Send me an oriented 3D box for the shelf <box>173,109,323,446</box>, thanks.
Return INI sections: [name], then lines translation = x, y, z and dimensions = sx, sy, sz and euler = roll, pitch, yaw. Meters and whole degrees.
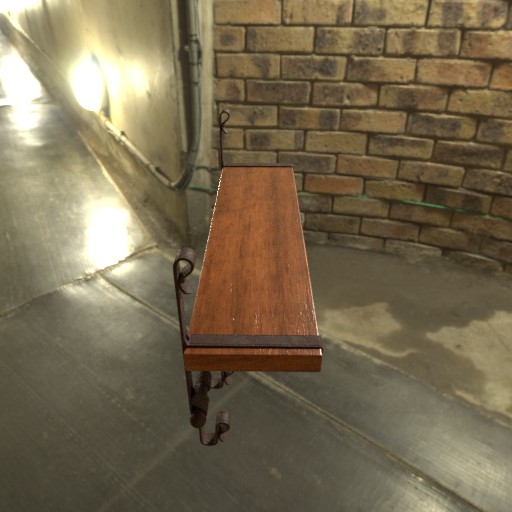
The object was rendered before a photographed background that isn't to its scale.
[shelf]
translation = 0.000, 0.000, 0.711
dimensions = 0.146, 0.330, 0.567
euler = 0, 32, 1
